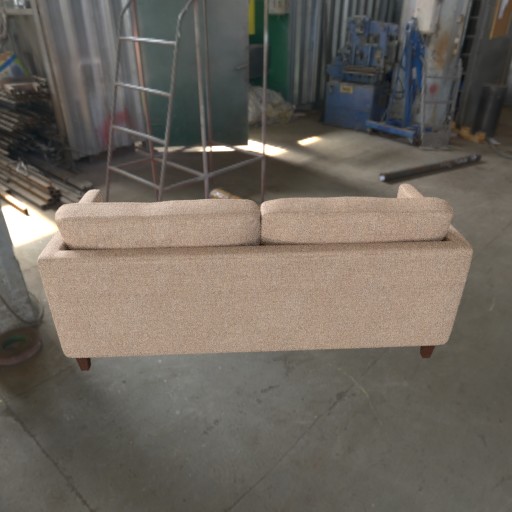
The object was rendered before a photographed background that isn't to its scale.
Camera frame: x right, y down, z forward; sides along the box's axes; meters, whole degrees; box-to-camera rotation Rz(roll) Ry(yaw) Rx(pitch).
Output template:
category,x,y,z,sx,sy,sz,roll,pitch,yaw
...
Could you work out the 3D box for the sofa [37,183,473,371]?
category,x,y,z,sx,sy,sz,roll,pitch,yaw
sofa,0.000,0.000,2.728,2.208,0.965,0.951,-1,30,-3
